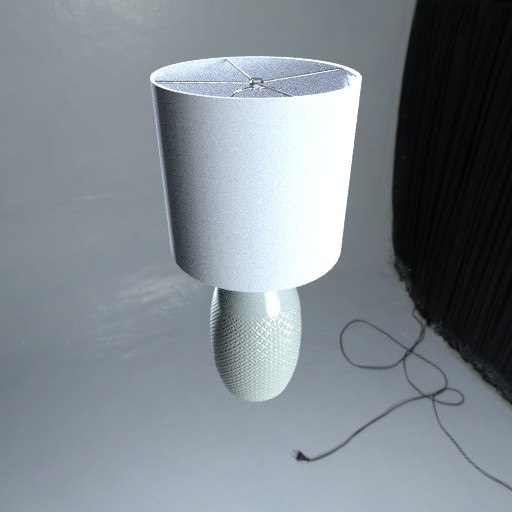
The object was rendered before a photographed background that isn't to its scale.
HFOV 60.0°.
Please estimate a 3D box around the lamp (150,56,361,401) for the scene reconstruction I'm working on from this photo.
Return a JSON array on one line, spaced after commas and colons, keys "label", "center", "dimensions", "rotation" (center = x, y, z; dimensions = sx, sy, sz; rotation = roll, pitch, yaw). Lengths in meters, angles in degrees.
[{"label": "lamp", "center": [0.000, 0.000, 0.585], "dimensions": [0.217, 0.453, 0.217], "rotation": [-11, 34, -17]}]
